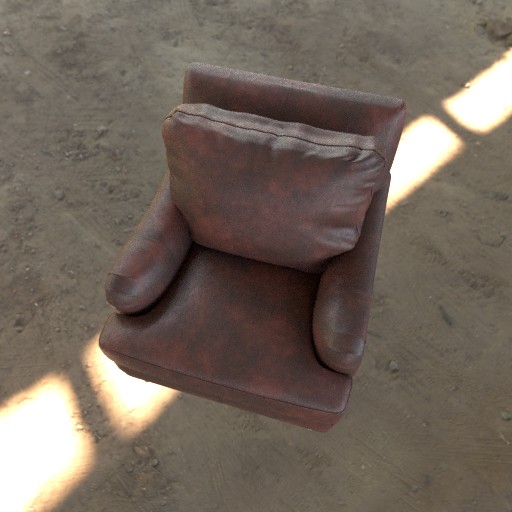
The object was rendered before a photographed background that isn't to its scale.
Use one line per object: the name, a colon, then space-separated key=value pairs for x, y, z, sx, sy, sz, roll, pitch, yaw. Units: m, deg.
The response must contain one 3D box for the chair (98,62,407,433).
chair: x=0.000 y=0.000 z=1.879 sx=0.987 sy=1.051 sz=1.156 roll=14 pitch=59 yaw=8
